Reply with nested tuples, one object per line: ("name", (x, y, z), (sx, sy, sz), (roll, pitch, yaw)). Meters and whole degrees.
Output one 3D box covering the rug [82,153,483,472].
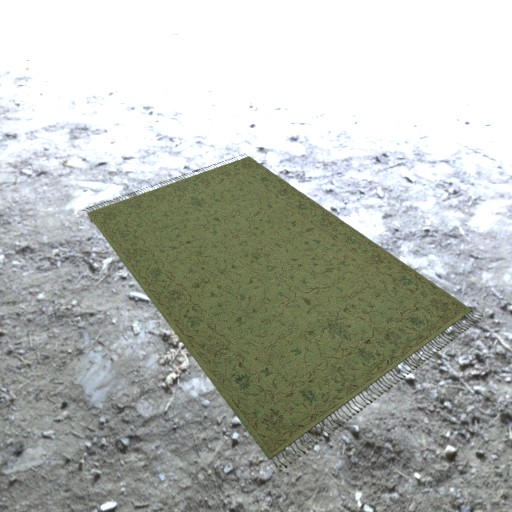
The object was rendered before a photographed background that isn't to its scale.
("rug", (0.000, 0.000, 2.989), (1.544, 0.010, 2.435), (-25, 47, -26))
